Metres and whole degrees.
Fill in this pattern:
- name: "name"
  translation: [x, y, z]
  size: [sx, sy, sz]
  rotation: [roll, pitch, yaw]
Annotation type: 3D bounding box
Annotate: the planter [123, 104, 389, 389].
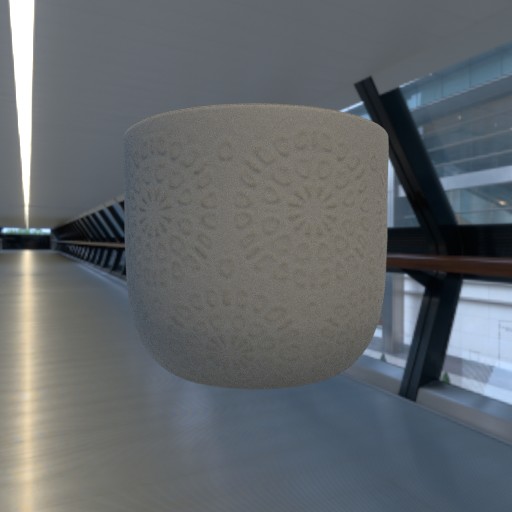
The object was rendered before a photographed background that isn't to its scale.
- name: "planter"
  translation: [0.000, 0.000, 0.218]
  size: [0.124, 0.109, 0.124]
  rotation: [0, 1, 0]
